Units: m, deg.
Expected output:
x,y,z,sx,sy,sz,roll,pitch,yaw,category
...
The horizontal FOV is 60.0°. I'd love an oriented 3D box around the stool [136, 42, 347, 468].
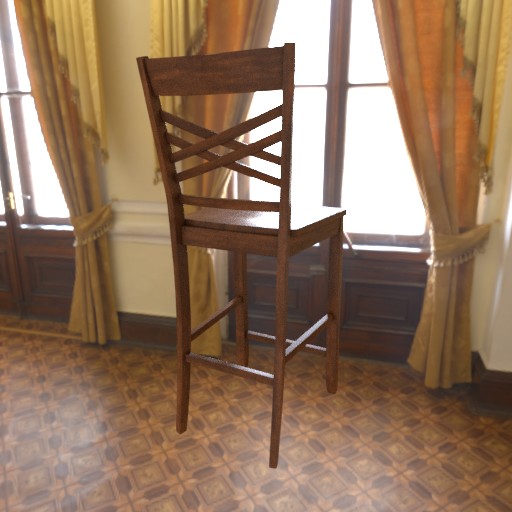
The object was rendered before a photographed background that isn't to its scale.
x,y,z,sx,sy,sz,roll,pitch,yaw,category
0.000,0.000,1.361,0.426,1.098,0.504,8,17,26,stool
